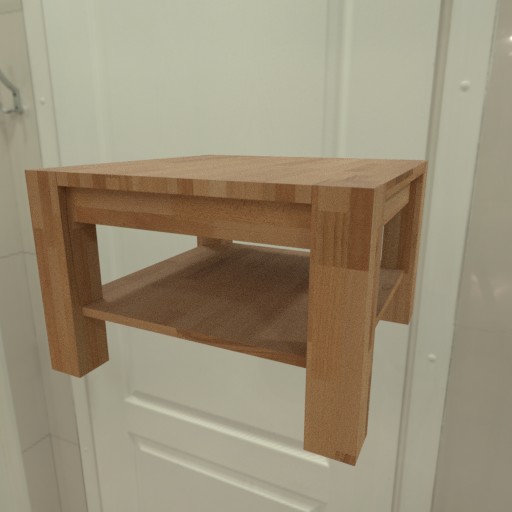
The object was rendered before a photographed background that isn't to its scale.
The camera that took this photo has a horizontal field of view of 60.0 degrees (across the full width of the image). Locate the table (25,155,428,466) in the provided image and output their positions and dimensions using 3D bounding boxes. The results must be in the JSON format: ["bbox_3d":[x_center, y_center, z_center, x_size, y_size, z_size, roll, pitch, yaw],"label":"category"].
[{"bbox_3d":[0.000,0.000,1.110,0.700,0.451,0.700,7,17,25],"label":"table"}]
